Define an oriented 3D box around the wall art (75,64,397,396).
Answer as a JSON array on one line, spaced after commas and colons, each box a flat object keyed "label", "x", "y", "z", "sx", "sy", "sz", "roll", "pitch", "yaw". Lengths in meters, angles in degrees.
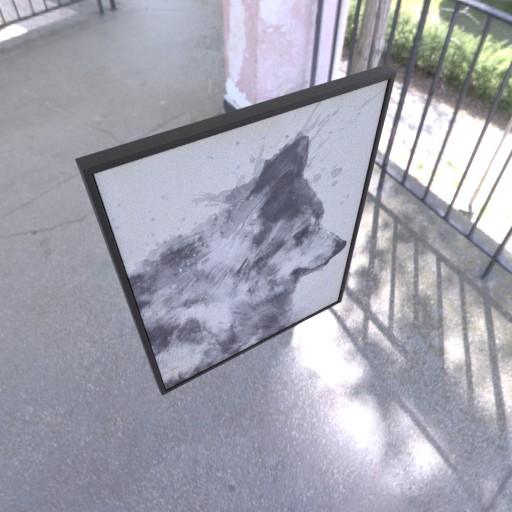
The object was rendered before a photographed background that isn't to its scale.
[{"label": "wall art", "x": 0.000, "y": 0.000, "z": 0.764, "sx": 0.451, "sy": 0.551, "sz": 0.028, "roll": -24, "pitch": 52, "yaw": -20}]
